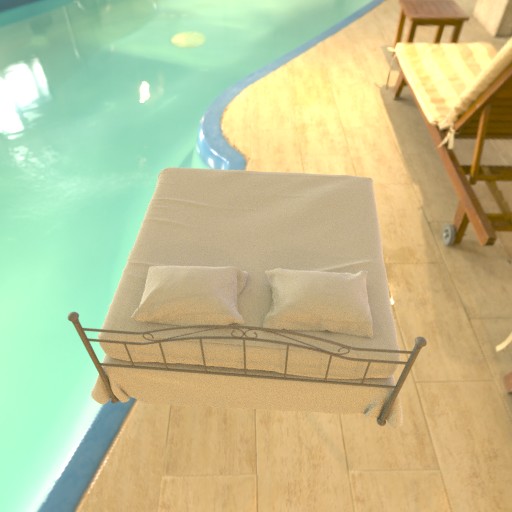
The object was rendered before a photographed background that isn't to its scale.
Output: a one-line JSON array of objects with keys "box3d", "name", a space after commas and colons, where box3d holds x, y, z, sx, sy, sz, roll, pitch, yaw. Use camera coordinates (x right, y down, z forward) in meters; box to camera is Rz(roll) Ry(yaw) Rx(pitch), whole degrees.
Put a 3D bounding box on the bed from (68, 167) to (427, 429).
[{"box3d": [0.000, 0.000, 3.602, 2.309, 1.080, 2.220, 4, 47, 3], "name": "bed"}]
